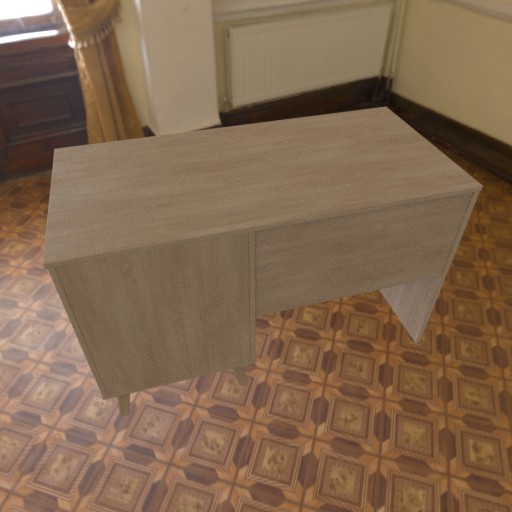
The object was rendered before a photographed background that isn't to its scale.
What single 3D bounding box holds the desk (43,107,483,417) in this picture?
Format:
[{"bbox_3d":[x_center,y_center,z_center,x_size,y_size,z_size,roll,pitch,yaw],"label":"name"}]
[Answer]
[{"bbox_3d":[0.000,0.000,1.675,1.251,0.770,0.600,-11,43,-12],"label":"desk"}]
